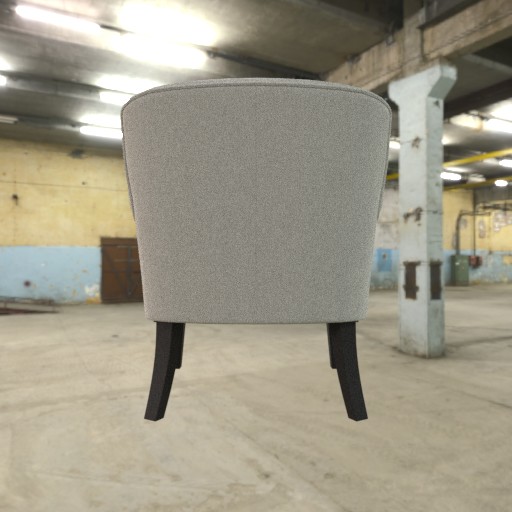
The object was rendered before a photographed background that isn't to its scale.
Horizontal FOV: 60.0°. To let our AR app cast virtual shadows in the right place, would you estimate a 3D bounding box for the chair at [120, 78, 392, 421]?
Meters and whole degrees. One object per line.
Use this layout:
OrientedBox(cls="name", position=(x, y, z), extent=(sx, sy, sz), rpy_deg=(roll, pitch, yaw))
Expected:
OrientedBox(cls="chair", position=(0.000, 0.000, 1.447), extent=(0.781, 0.875, 0.750), rpy_deg=(0, -1, 0))
